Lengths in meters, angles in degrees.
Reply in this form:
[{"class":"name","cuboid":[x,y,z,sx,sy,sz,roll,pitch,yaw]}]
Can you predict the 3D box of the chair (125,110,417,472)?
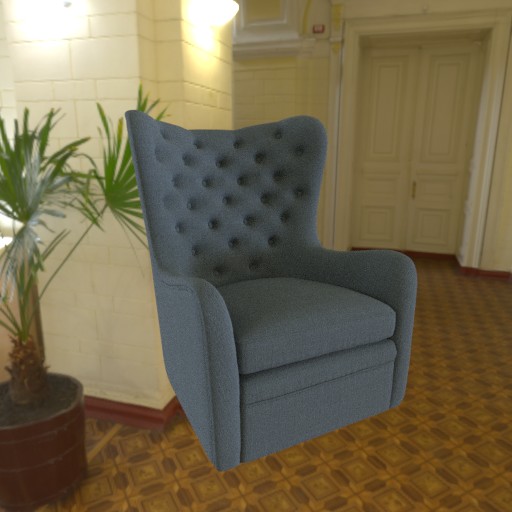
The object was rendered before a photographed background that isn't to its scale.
[{"class":"chair","cuboid":[0.000,0.000,1.713,0.831,1.079,0.930,-8,17,-28]}]
